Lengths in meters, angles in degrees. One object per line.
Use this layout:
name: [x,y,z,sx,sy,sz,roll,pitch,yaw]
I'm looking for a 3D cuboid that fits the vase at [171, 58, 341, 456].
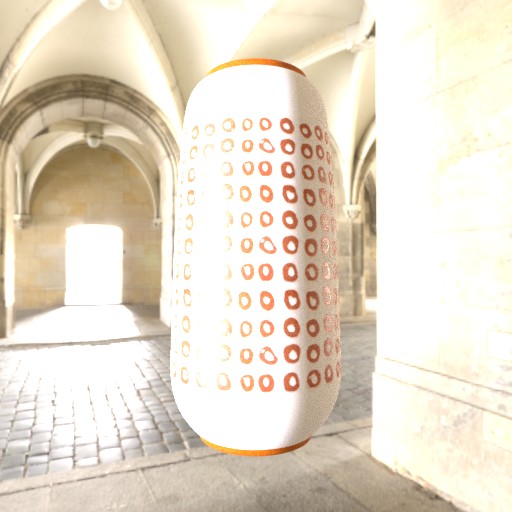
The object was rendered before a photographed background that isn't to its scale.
vase: [0.000,0.000,0.354,0.133,0.282,0.133,0,-1,0]
